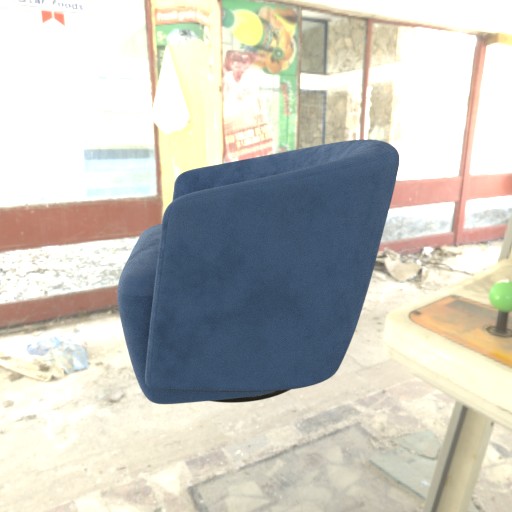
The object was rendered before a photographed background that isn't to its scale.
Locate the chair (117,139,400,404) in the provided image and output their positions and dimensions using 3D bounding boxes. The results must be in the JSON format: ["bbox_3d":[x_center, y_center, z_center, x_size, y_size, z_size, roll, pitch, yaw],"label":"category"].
[{"bbox_3d":[0.000,0.000,1.372,0.767,0.698,0.773,-2,15,-8],"label":"chair"}]
